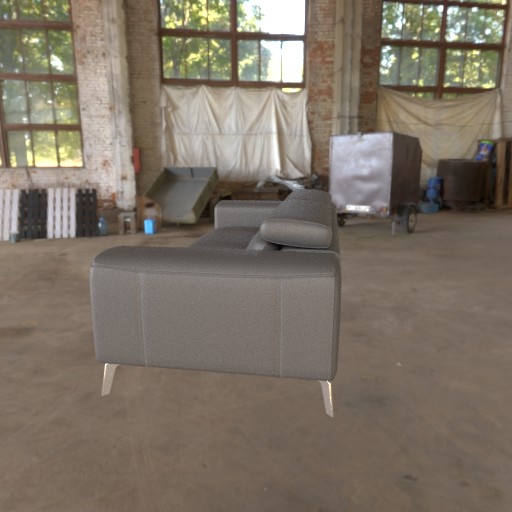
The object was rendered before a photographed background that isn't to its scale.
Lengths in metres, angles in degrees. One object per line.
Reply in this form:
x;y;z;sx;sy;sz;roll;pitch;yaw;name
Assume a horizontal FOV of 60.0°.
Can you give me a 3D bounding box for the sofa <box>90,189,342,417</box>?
0.000;0.000;2.838;1.023;0.759;2.321;2;13;9;sofa
